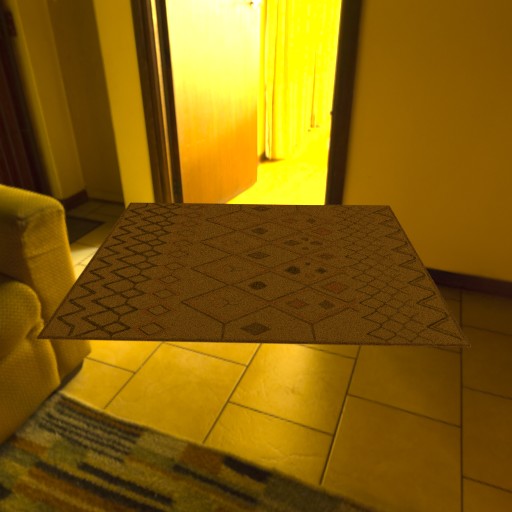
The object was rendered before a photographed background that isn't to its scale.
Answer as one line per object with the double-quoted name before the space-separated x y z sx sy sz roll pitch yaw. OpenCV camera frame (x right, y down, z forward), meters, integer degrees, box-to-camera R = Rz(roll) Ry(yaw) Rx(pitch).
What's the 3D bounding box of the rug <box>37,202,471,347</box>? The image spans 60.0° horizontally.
"rug" 0.000 0.000 4.159 3.050 0.016 2.441 1 30 1
